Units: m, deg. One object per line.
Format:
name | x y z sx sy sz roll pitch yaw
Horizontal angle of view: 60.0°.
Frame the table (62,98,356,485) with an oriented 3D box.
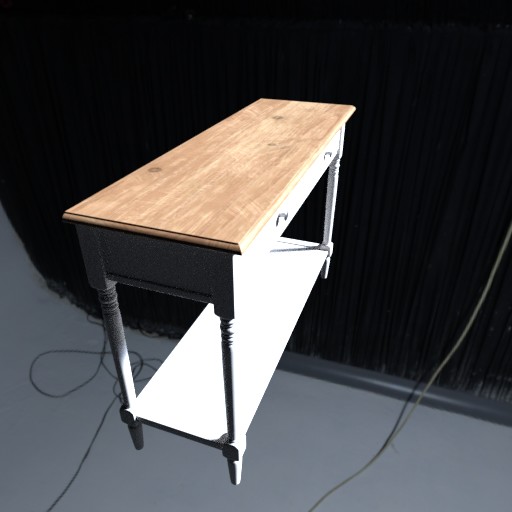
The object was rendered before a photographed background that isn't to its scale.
table | 0.000 0.000 1.541 0.399 0.800 1.219 11 32 17
